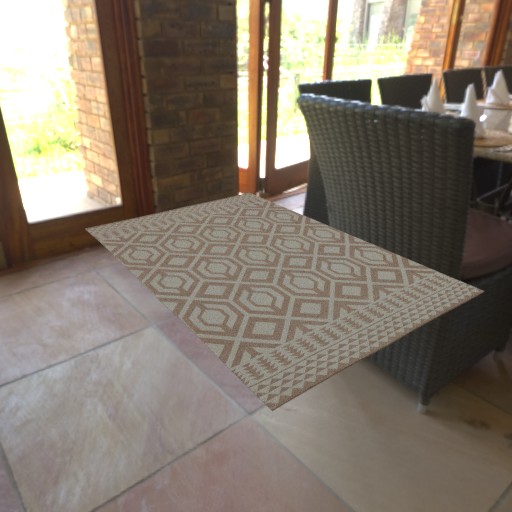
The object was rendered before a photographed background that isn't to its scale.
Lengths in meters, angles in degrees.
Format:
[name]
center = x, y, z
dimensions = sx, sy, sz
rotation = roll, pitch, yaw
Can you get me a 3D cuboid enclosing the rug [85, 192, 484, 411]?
[rug]
center = 0.000, 0.000, 2.343
dimensions = 1.219, 0.008, 1.829
rotation = -18, 31, -32
